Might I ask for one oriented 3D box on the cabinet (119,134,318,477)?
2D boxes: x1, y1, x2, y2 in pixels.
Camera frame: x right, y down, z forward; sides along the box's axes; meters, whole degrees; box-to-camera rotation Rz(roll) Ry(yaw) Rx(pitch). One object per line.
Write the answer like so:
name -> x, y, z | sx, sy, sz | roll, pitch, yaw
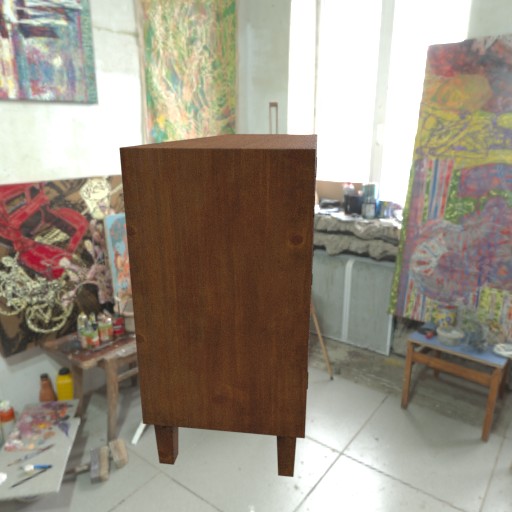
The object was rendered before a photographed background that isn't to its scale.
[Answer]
cabinet -> 0.000, 0.000, 1.570 | 0.403, 0.805, 1.204 | 2, 17, 7
